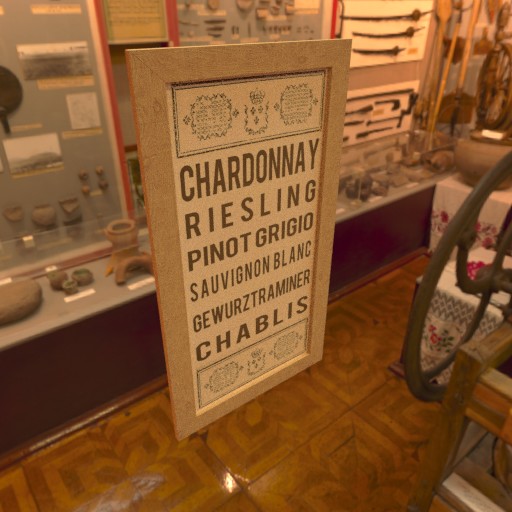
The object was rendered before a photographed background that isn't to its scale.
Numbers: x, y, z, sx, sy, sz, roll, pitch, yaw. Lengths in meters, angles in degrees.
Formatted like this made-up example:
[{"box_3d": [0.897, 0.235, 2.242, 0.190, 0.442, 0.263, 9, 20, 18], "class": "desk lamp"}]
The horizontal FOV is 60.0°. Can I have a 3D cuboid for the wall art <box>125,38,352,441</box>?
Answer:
[{"box_3d": [0.000, 0.000, 0.789, 0.381, 0.683, 0.013, -20, 35, -32], "class": "wall art"}]
